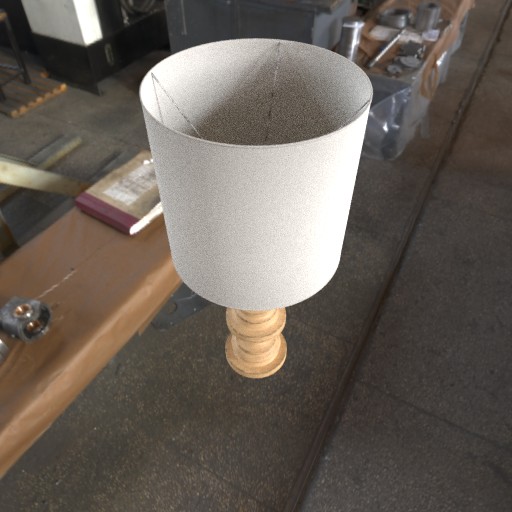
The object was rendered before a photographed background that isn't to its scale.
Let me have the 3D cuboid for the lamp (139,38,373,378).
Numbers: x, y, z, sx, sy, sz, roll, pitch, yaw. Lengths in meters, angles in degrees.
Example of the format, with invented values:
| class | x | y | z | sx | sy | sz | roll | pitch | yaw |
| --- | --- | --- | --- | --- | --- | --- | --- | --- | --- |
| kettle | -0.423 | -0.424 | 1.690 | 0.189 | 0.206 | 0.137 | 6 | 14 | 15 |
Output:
| class | x | y | z | sx | sy | sz | roll | pitch | yaw |
| --- | --- | --- | --- | --- | --- | --- | --- | --- | --- |
| lamp | 0.000 | 0.000 | 0.567 | 0.208 | 0.455 | 0.208 | -4 | 47 | -4 |
